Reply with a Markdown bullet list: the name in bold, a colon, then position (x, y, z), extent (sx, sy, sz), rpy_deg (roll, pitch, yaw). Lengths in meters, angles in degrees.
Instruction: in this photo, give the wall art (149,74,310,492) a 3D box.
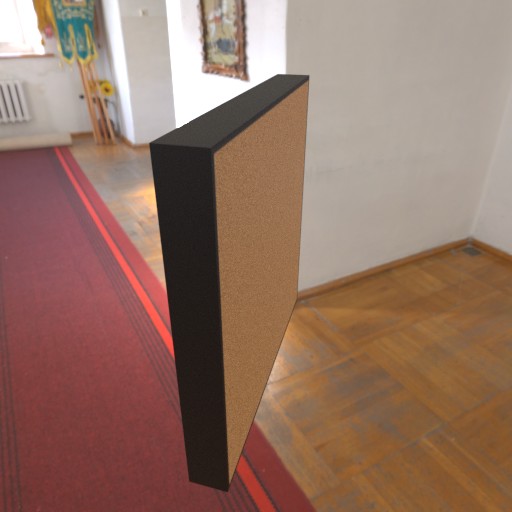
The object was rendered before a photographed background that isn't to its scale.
- **wall art**: position (0.000, 0.000, 0.444), extent (0.037, 0.303, 0.304), rpy_deg (8, 30, 14)
